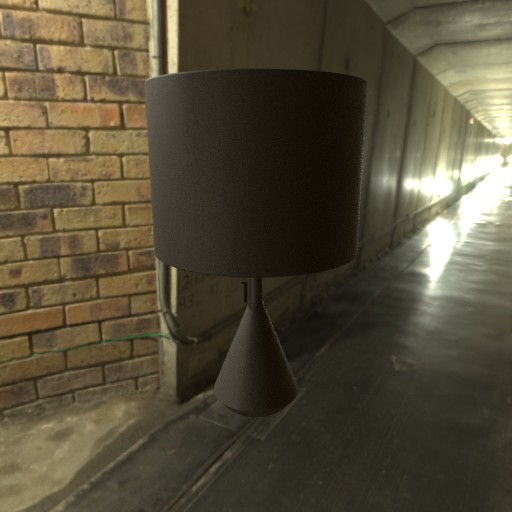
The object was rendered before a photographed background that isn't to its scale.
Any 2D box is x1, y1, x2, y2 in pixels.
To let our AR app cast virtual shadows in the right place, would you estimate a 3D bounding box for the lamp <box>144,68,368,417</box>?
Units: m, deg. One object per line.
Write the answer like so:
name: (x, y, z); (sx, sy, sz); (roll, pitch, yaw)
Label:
lamp: (0.000, 0.000, 0.807); (0.359, 0.584, 0.359); (-2, 15, -8)
